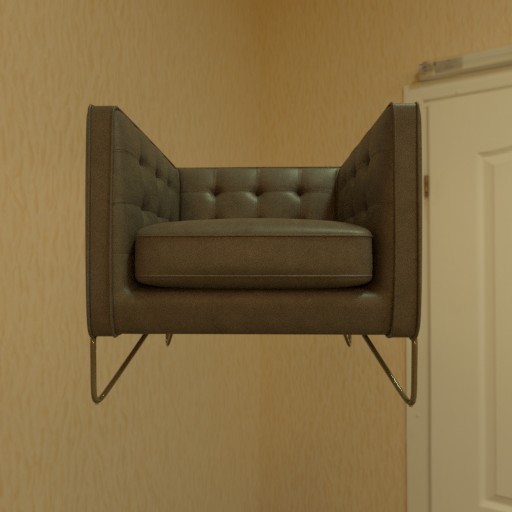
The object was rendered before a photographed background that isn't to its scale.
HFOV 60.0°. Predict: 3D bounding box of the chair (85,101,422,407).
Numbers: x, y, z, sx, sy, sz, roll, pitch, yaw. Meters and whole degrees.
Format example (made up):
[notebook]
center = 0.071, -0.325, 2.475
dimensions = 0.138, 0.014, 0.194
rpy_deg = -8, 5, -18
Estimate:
[chair]
center = 0.000, 0.000, 1.546
dimensions = 0.880, 0.790, 0.894
rpy_deg = 0, -1, 1
